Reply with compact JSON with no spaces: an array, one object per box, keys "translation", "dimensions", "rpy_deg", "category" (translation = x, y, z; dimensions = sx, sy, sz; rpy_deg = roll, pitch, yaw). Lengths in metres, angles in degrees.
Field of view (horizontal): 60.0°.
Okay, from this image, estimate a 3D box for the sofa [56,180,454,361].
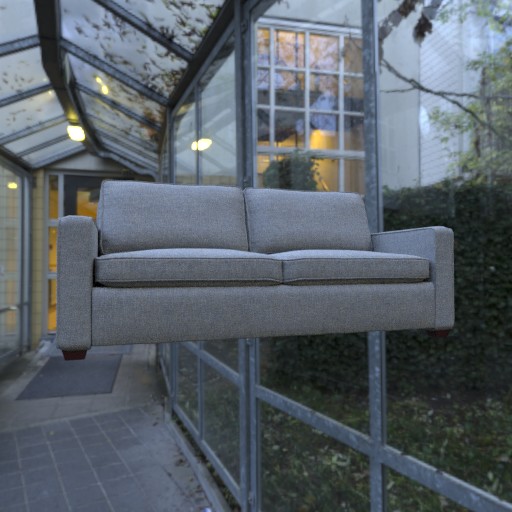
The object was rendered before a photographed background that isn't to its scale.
[{"translation":[0.000,0.000,2.606],"dimensions":[2.078,0.918,0.945],"rpy_deg":[0,-1,-18],"category":"sofa"}]
